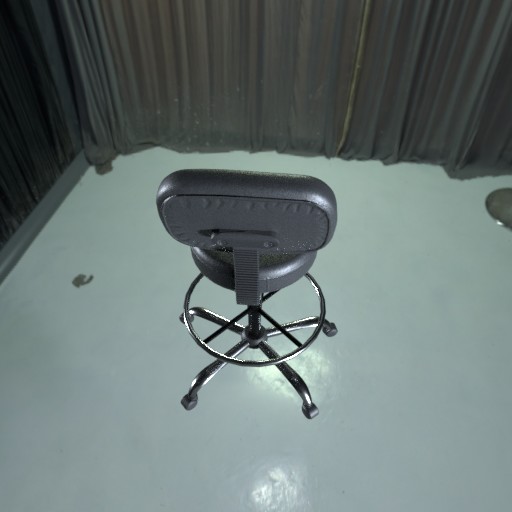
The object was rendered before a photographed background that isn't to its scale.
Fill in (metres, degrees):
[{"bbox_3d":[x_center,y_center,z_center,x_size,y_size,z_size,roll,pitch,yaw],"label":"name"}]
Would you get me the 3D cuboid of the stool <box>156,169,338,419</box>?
[{"bbox_3d":[0.000,0.000,1.510,0.694,1.069,0.658,3,45,3],"label":"stool"}]
